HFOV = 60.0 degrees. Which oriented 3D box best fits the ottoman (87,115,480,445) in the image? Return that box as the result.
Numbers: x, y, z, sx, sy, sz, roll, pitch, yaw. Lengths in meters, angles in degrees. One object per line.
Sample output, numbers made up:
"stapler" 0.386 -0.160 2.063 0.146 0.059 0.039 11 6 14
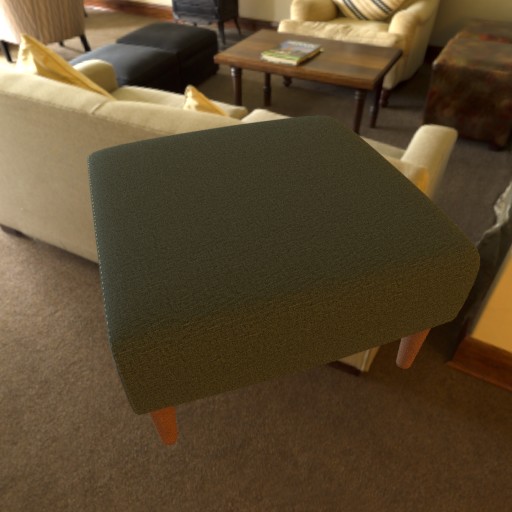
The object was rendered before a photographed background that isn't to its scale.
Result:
"ottoman" 0.000 0.000 1.022 0.650 0.398 0.649 -13 43 -14
